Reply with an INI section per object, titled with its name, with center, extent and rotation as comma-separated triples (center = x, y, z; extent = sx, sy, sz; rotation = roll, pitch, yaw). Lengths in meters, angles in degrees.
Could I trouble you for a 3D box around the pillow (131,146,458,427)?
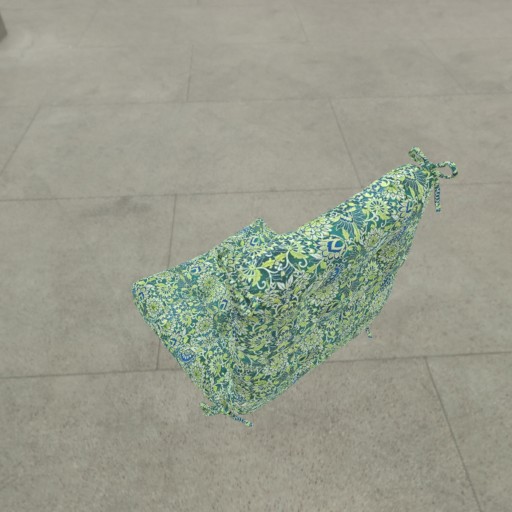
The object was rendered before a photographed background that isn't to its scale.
[pillow]
center = 0.000, 0.000, 1.038
extent = 0.519, 0.605, 0.571
rotation = -30, 53, -26
